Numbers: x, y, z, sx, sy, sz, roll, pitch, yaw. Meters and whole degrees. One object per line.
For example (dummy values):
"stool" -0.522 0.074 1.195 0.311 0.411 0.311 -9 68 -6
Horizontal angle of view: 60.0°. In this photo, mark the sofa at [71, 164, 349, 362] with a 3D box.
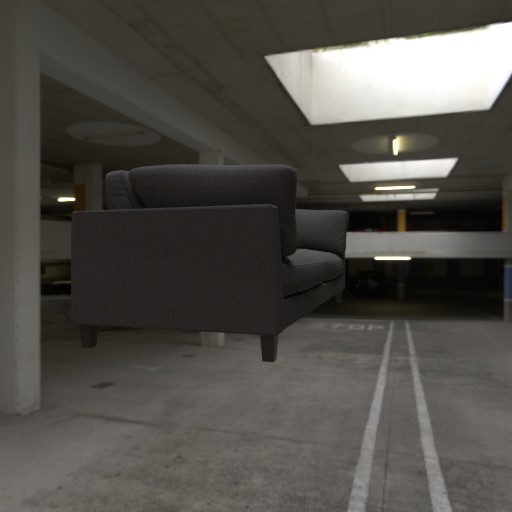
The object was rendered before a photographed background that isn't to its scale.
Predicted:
"sofa" 0.000 0.000 2.843 0.969 0.792 2.312 0 0 18
